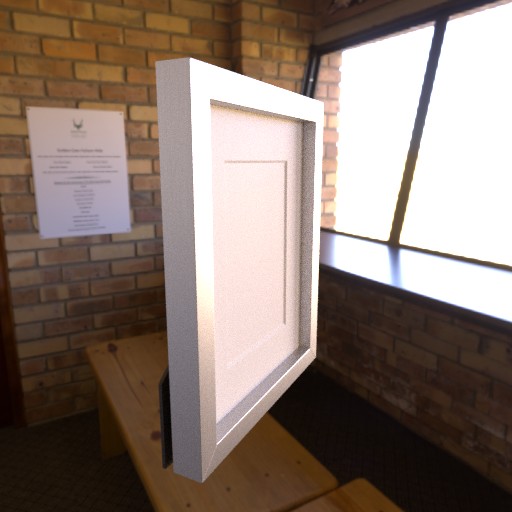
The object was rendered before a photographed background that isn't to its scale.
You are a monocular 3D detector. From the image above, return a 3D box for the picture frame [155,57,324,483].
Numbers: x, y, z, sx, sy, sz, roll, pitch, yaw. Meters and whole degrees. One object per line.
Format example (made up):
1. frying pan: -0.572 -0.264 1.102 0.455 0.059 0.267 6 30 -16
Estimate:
1. picture frame: 0.000 0.000 0.393 0.036 0.282 0.233 6 14 27
